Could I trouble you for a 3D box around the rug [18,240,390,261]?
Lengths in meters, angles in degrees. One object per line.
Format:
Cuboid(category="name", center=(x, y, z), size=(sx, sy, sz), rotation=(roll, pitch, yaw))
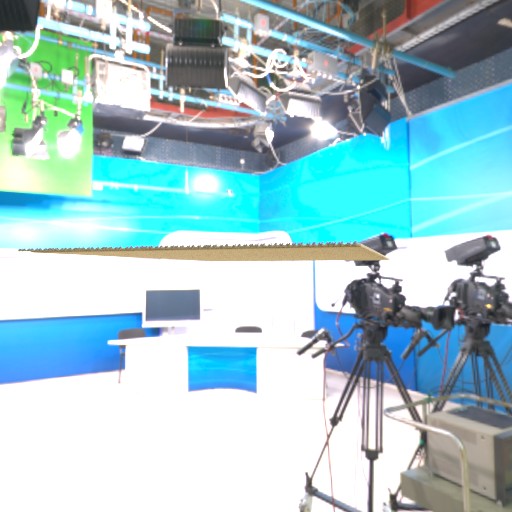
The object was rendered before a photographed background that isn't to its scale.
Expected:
Cuboid(category="rug", center=(0.000, 0.000, 2.247), size=(1.223, 0.015, 1.771), rotation=(-1, -2, 20))
